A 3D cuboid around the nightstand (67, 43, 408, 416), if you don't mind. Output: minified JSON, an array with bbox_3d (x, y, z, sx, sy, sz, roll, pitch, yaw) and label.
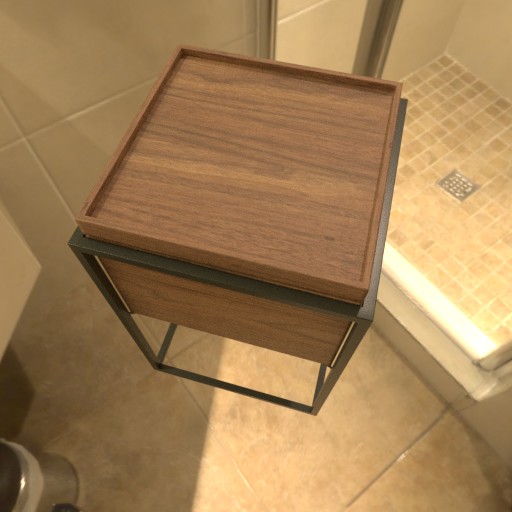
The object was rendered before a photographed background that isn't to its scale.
[{"bbox_3d":[0.000,0.000,0.871,0.397,0.607,0.397,14,60,8],"label":"nightstand"}]
